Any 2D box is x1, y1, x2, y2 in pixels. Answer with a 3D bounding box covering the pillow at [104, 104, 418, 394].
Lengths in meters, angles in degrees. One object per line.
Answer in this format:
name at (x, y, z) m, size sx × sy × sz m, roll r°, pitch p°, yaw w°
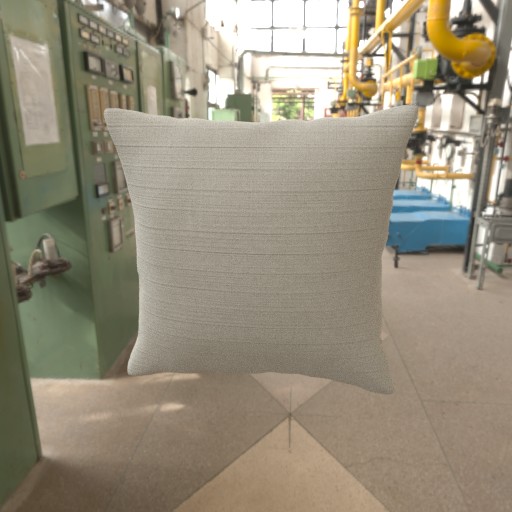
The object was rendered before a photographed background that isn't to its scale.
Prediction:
pillow at (0.000, 0.000, 0.717) m, size 0.470 × 0.464 × 0.175 m, roll 2°, pitch 17°, yaw 6°
